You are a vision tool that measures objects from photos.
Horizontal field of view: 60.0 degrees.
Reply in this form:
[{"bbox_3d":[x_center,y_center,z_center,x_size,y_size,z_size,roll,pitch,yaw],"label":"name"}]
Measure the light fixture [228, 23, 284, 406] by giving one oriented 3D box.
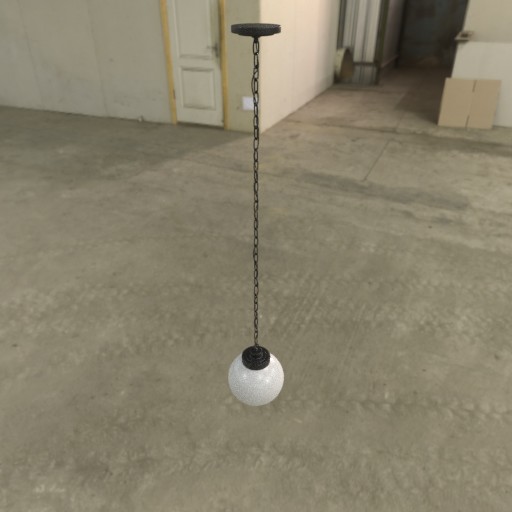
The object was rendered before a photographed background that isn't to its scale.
[{"bbox_3d":[0.000,0.000,2.016,0.305,1.867,0.304,-22,38,-31],"label":"light fixture"}]
